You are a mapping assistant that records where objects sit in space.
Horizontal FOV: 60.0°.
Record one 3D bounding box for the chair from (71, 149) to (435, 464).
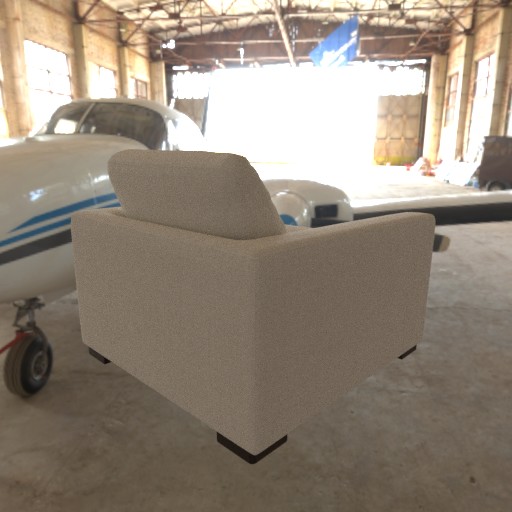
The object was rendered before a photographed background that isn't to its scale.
[{"bbox_3d":[0.000,0.000,1.868,1.070,0.876,1.100,13,19,43],"label":"chair"}]
